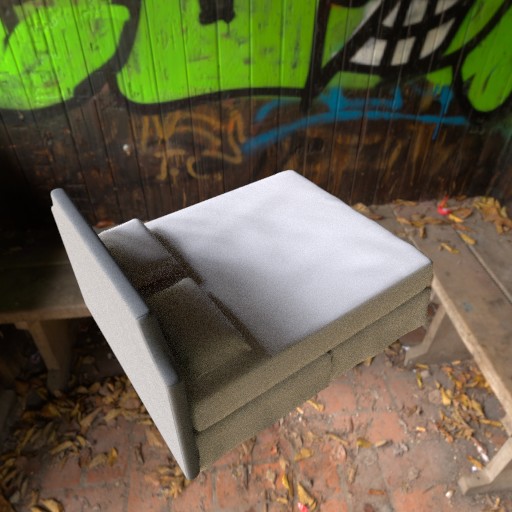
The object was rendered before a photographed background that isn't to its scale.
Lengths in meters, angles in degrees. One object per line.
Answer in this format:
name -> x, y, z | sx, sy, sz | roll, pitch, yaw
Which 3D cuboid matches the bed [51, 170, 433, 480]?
bed -> 0.000, 0.000, 3.302 | 2.259, 1.296, 1.811 | -25, 46, -26
